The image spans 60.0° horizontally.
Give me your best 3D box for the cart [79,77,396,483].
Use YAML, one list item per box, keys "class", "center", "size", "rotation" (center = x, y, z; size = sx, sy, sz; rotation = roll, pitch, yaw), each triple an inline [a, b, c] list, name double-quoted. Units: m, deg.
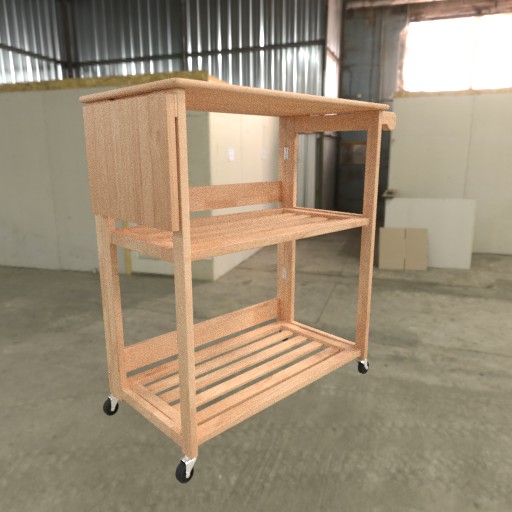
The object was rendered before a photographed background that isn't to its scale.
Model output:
- class: "cart"
  center: [0.000, 0.000, 1.332]
  size: [0.853, 0.879, 0.432]
  rotation: [-13, 18, -42]
